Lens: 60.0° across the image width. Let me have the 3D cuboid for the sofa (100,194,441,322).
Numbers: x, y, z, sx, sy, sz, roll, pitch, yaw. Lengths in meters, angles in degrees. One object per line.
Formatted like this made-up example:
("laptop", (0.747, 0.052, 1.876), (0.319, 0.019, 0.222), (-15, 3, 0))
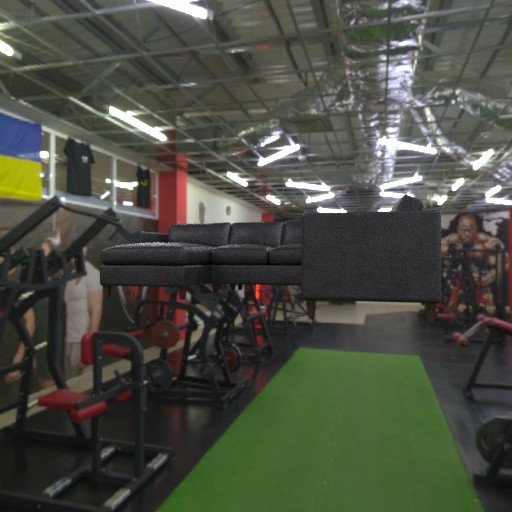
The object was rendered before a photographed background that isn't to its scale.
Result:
("sofa", (0.000, 0.000, 4.559), (3.324, 0.891, 2.452), (0, 0, 18))
